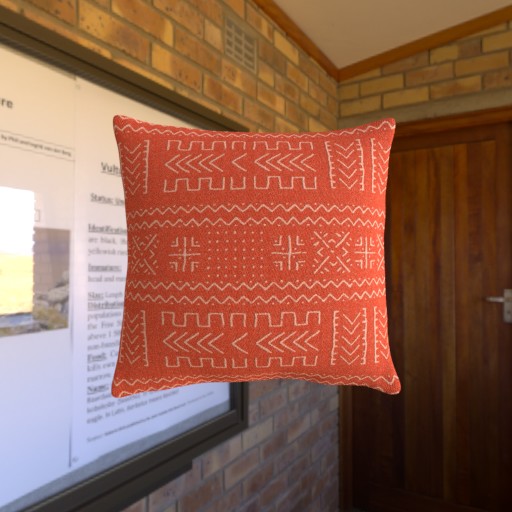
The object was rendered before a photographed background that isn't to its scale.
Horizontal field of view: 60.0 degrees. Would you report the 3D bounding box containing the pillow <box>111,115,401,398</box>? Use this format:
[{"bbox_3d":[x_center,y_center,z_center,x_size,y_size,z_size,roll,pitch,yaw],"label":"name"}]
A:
[{"bbox_3d":[0.000,0.000,0.673,0.438,0.429,0.164,0,-1,0],"label":"pillow"}]
